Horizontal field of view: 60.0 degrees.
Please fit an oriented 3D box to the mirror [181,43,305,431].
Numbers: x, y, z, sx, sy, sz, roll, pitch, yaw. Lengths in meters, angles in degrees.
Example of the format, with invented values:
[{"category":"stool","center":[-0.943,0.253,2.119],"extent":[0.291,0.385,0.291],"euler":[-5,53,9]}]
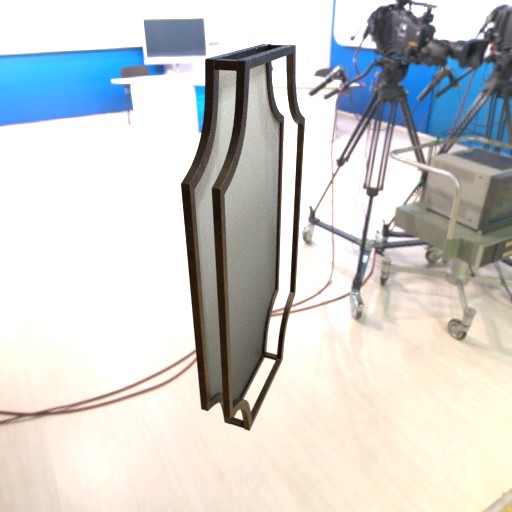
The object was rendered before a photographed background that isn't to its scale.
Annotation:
[{"category":"mirror","center":[0.000,0.000,0.960],"extent":[0.066,0.811,0.462],"euler":[11,32,18]}]
